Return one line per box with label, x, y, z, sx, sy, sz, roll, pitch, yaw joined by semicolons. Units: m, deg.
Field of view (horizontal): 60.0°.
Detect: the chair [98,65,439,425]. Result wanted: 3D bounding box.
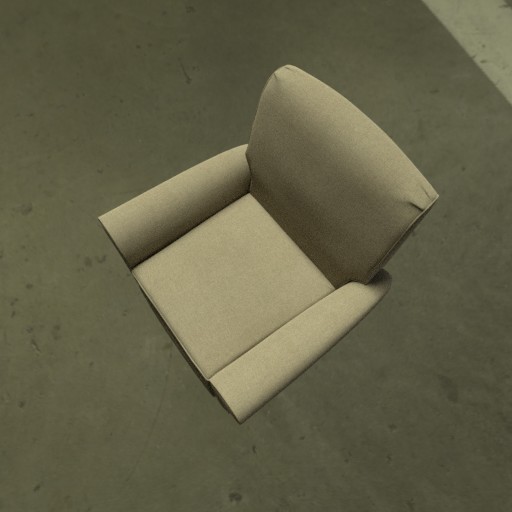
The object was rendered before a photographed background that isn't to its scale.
chair;0.000;0.000;1.797;0.905;1.061;0.978;-34;68;-16
